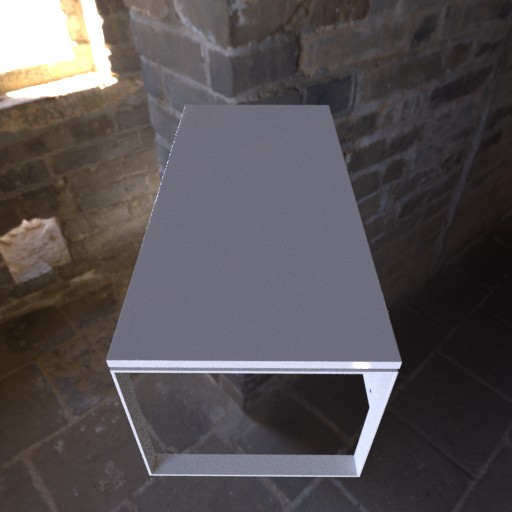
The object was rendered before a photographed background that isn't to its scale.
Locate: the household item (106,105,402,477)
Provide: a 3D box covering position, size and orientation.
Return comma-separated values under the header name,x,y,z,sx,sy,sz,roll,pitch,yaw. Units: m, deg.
name,x,y,z,sx,sy,sz,roll,pitch,yaw
household item,0.000,0.000,2.081,0.800,0.745,1.700,0,42,0
